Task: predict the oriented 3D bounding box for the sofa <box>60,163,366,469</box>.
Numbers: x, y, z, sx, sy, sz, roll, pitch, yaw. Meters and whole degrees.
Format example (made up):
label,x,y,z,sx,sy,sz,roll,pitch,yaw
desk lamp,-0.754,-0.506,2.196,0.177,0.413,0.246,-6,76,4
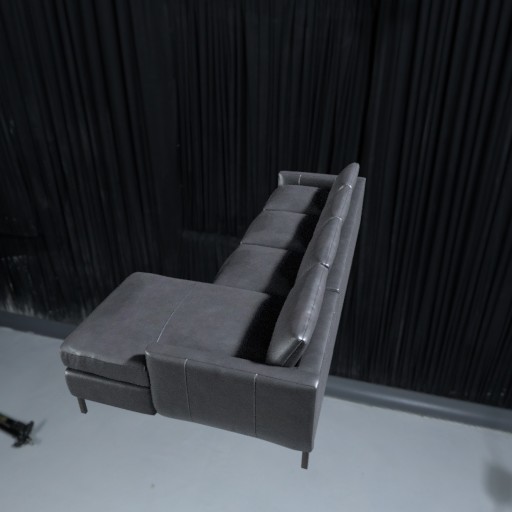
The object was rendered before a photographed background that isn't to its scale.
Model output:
label,x,y,z,sx,sy,sz,roll,pitch,yaw
sofa,0.000,0.000,3.561,1.471,0.859,2.993,8,31,14
